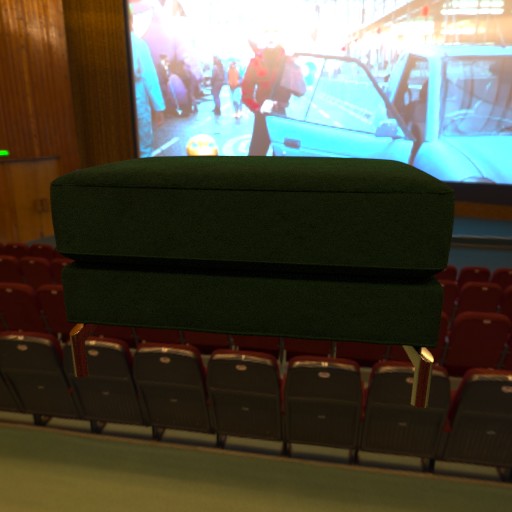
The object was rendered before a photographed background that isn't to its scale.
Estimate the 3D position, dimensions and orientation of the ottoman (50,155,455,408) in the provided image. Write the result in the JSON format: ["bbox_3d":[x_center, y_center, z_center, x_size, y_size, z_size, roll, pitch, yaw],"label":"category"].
[{"bbox_3d":[0.000,0.000,1.226,0.886,0.533,0.536,2,17,8],"label":"ottoman"}]
